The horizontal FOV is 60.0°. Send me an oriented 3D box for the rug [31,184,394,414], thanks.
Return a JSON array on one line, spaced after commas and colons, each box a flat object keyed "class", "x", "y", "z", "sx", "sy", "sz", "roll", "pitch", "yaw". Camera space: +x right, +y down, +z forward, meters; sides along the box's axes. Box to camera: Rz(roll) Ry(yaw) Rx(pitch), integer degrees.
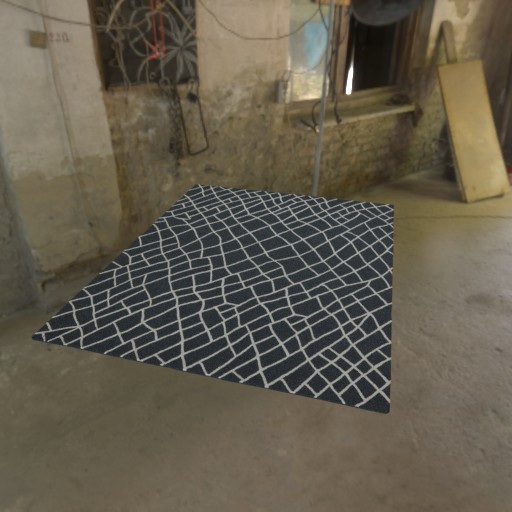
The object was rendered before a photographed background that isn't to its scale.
[{"class": "rug", "x": 0.000, "y": 0.000, "z": 4.082, "sx": 2.439, "sy": 0.022, "sz": 3.047, "roll": 8, "pitch": 31, "yaw": 13}]
